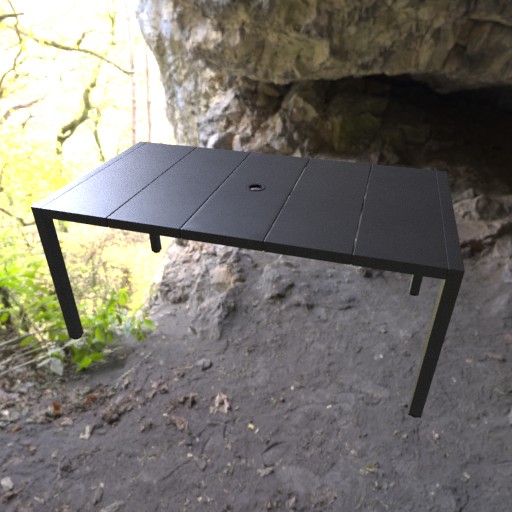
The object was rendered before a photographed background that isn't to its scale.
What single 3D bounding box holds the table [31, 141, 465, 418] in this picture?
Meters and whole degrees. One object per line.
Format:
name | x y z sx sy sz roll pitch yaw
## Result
table | 0.000 0.000 2.196 1.680 0.735 0.914 9 33 14
